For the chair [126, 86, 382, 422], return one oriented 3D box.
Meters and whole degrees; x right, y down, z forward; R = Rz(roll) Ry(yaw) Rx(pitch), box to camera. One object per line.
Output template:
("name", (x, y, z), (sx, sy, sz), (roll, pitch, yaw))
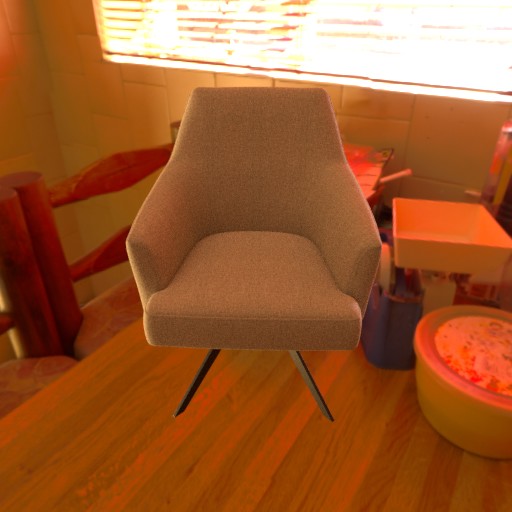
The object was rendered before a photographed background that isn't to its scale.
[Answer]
("chair", (0.000, 0.000, 1.347), (0.642, 0.874, 0.677), (1, 30, 2))
